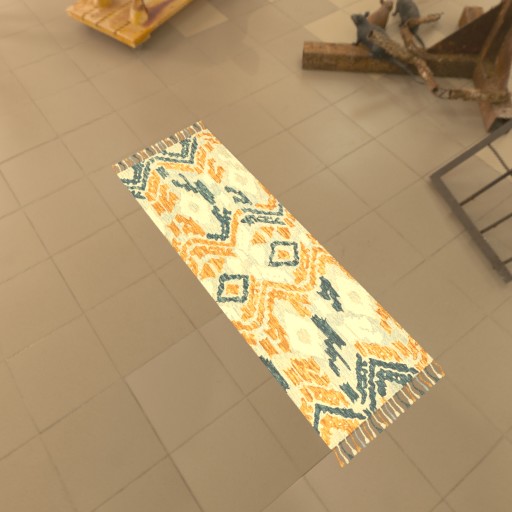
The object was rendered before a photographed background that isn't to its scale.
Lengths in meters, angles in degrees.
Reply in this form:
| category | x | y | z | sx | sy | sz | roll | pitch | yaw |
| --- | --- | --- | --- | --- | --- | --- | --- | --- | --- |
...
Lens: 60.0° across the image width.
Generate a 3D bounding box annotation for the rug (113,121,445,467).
| category | x | y | z | sx | sy | sz | roll | pitch | yaw |
| --- | --- | --- | --- | --- | --- | --- | --- | --- | --- |
| rug | 0.000 | 0.000 | 2.781 | 0.783 | 0.010 | 2.437 | -33 | 65 | -18 |
